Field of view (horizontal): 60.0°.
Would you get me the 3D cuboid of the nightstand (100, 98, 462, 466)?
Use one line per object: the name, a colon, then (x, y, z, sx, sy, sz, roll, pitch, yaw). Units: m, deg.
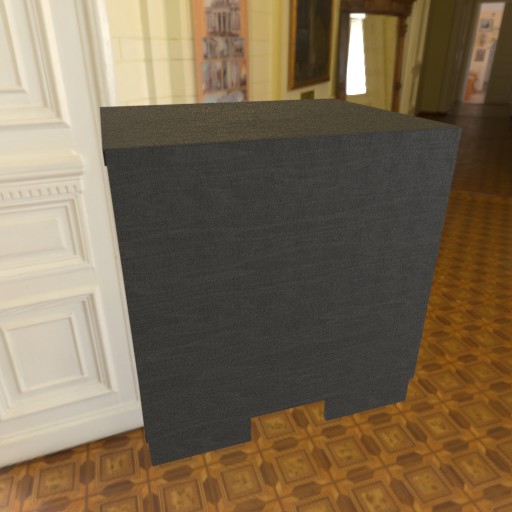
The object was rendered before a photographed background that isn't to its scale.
nightstand: (0.000, 0.000, 0.734, 0.427, 0.448, 0.347, -8, 27, -16)
